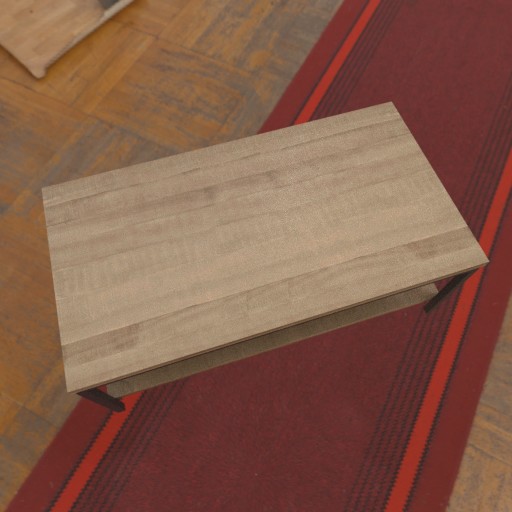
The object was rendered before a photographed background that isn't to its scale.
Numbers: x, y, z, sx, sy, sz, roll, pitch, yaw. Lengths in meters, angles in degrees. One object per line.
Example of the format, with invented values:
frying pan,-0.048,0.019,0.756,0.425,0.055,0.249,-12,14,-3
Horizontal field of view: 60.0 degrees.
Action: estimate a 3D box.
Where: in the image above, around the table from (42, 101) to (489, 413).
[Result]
table,0.000,0.000,1.351,1.062,0.393,0.574,-16,65,-8
